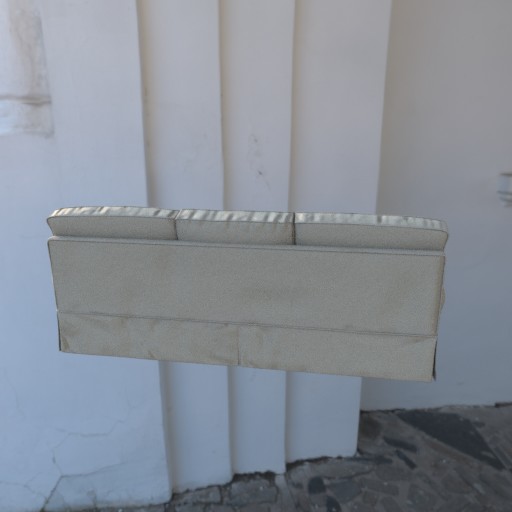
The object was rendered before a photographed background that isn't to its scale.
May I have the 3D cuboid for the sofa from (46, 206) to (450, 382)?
[{"bbox_3d":[0.000,0.000,3.465,2.475,0.978,1.733,2,16,9],"label":"sofa"}]
